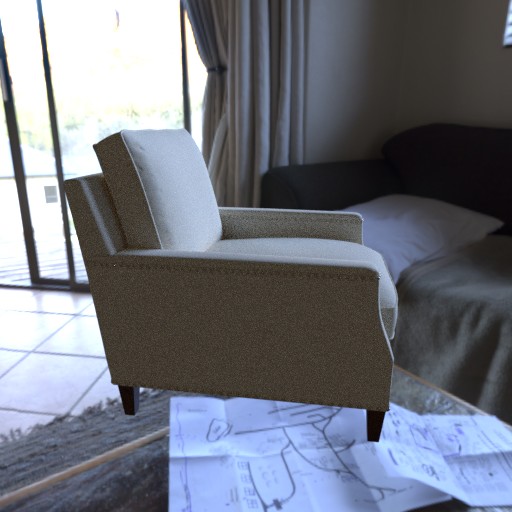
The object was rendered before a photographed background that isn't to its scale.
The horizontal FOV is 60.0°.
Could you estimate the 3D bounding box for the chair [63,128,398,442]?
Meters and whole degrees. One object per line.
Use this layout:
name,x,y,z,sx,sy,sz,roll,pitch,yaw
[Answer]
chair,0.000,0.000,1.707,1.014,0.943,0.853,3,17,9
